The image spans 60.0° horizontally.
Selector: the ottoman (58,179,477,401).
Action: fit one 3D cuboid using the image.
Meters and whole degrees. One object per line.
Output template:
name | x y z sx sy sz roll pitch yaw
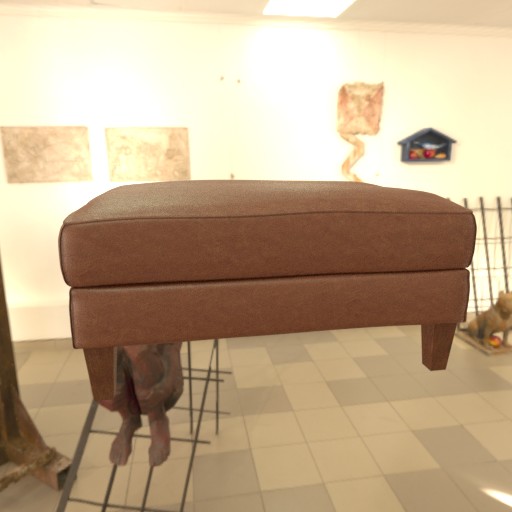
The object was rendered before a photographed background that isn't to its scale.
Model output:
ottoman | 0.000 0.000 1.419 0.987 0.472 0.836 -2 14 -9
